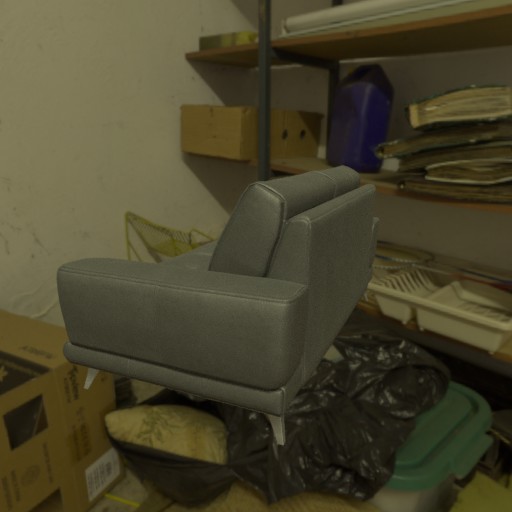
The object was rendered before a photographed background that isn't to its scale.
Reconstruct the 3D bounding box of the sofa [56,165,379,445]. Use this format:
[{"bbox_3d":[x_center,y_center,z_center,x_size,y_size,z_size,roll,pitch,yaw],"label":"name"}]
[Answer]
[{"bbox_3d":[0.000,0.000,2.364,1.018,0.907,1.806,6,16,23],"label":"sofa"}]
